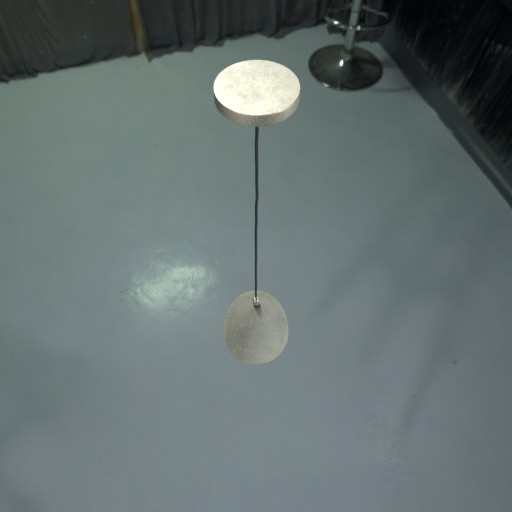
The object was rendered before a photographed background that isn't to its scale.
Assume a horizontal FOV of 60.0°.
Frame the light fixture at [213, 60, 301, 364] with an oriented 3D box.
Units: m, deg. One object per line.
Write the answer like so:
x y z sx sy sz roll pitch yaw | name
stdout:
0.000 0.000 0.852 0.170 0.759 0.170 -17 59 -11 | light fixture
